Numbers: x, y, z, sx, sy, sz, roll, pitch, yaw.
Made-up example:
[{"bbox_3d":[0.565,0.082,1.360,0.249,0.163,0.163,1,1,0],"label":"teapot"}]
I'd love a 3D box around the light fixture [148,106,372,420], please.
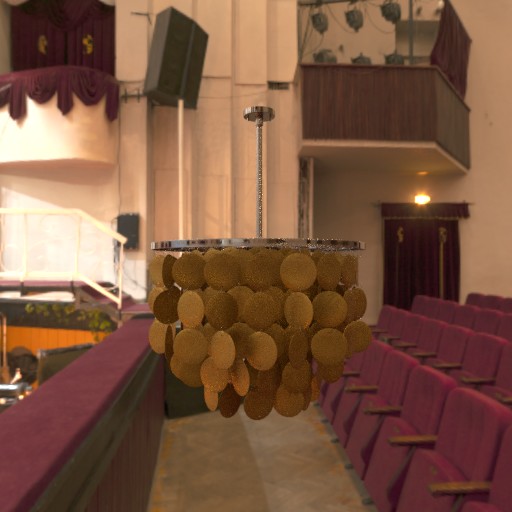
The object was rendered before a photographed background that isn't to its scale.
[{"bbox_3d":[0.000,0.000,0.749,0.368,0.492,0.368,0,-1,0],"label":"light fixture"}]
